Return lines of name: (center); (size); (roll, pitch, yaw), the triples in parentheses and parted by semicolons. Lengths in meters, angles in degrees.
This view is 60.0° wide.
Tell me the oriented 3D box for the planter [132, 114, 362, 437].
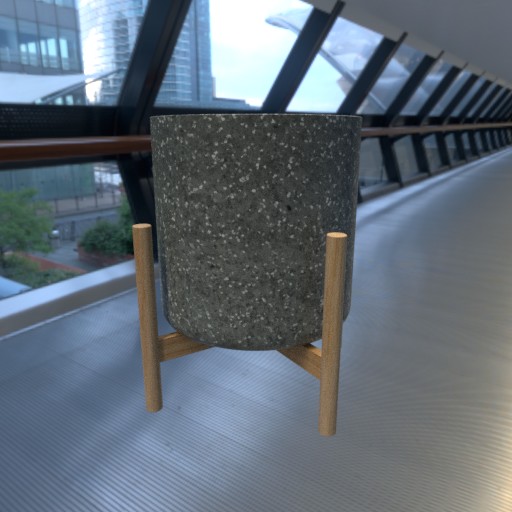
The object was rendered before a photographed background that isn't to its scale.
planter: (0.000, 0.000, 0.705); (0.360, 0.419, 0.360); (-3, 16, -10)
